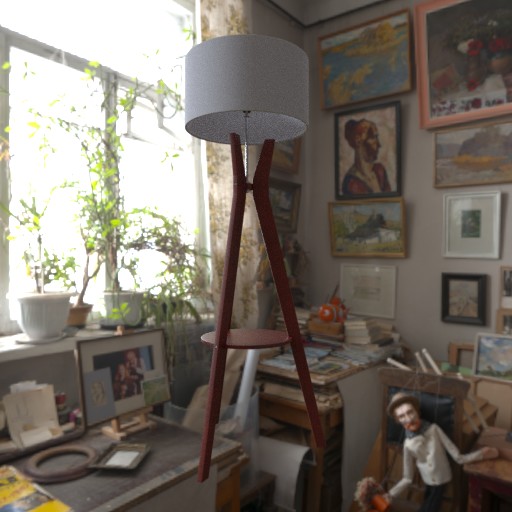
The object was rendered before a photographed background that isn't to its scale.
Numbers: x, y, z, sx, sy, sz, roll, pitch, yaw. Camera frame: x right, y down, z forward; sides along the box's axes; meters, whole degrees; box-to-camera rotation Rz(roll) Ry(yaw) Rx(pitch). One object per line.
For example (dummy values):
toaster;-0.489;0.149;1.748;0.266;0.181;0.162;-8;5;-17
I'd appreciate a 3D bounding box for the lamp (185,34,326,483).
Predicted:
lamp;0.000;0.000;1.707;0.542;1.472;0.539;0;0;-1
